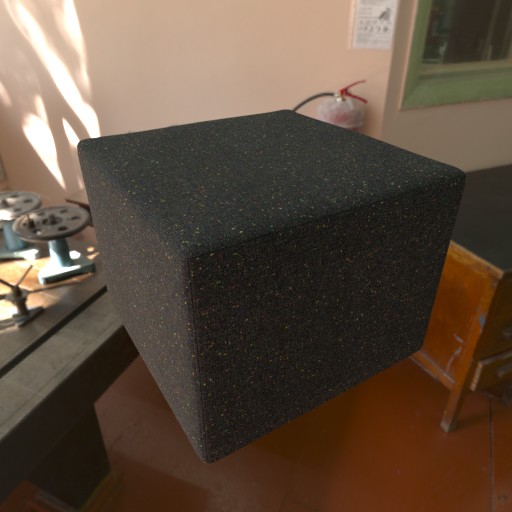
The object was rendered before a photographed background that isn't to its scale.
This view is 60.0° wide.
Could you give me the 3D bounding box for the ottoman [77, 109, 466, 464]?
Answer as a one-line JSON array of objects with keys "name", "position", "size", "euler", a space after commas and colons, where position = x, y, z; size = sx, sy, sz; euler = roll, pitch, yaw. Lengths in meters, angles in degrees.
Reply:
[{"name": "ottoman", "position": [0.000, 0.000, 0.866], "size": [0.508, 0.432, 0.508], "euler": [-18, 36, -27]}]
